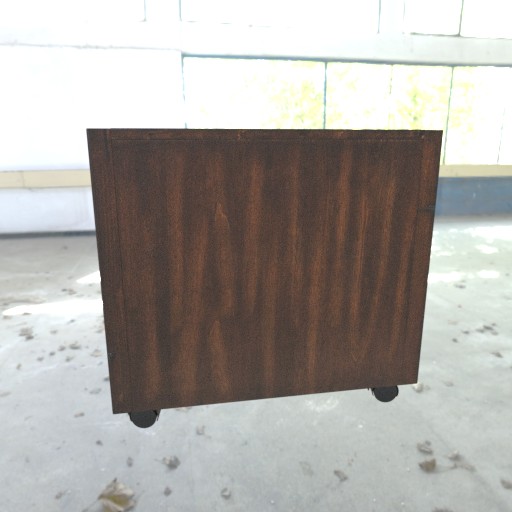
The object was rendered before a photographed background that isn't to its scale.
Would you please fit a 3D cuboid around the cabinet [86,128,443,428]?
[{"bbox_3d":[0.000,0.000,0.841,0.500,0.455,0.402,-3,15,-10],"label":"cabinet"}]
